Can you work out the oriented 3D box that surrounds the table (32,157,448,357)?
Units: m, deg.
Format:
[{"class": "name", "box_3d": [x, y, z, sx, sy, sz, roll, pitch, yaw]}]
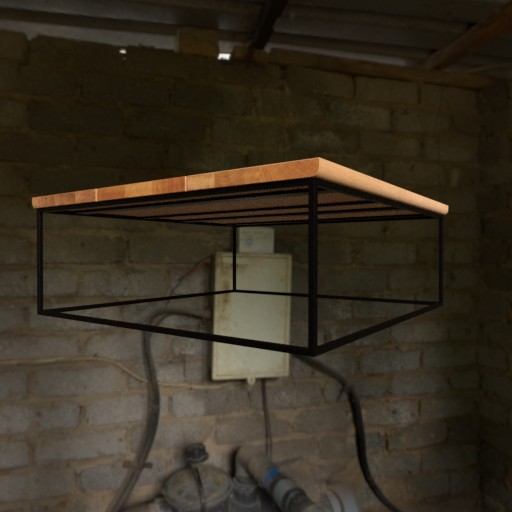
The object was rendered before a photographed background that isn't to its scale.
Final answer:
[{"class": "table", "box_3d": [0.000, 0.000, 1.646, 1.100, 0.400, 1.100, 0, 0, 36]}]
